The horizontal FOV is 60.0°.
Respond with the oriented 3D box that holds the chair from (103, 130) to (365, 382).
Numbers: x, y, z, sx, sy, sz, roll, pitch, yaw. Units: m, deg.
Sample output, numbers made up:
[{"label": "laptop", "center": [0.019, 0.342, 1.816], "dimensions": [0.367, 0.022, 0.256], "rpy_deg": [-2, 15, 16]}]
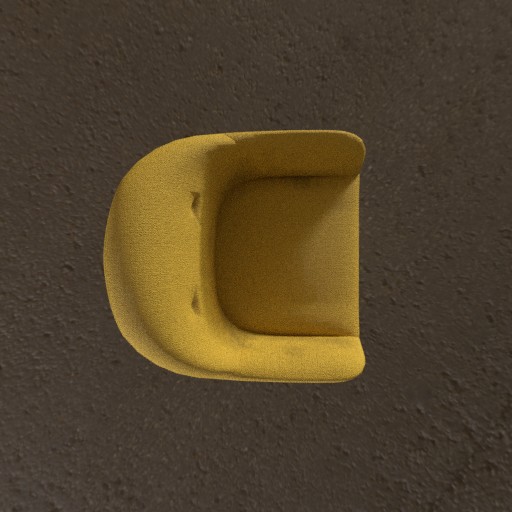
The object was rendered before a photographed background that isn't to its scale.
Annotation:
[{"label": "chair", "center": [0.000, 0.000, 1.180], "dimensions": [0.565, 0.775, 0.545], "rpy_deg": [0, 90, 0]}]
